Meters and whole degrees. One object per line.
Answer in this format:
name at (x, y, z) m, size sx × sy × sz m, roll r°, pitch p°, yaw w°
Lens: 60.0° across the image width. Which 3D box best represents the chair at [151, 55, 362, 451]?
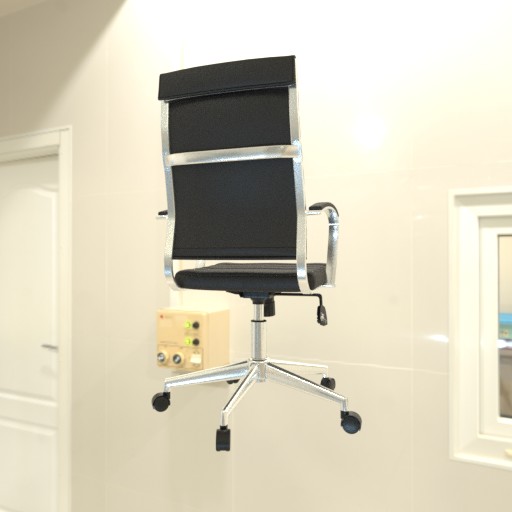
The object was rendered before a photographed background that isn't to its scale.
chair at (0.000, 0.000, 1.626) m, size 0.766 × 1.149 × 0.739 m, roll 0°, pitch 0°, yaw 18°
